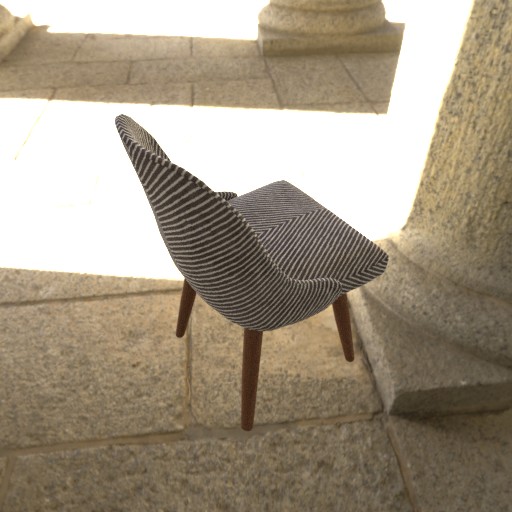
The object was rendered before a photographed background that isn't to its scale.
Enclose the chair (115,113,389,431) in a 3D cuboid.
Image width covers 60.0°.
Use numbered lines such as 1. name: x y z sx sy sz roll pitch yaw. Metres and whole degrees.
1. chair: 0.000 0.000 1.243 0.591 0.883 0.504 -25 48 -25
